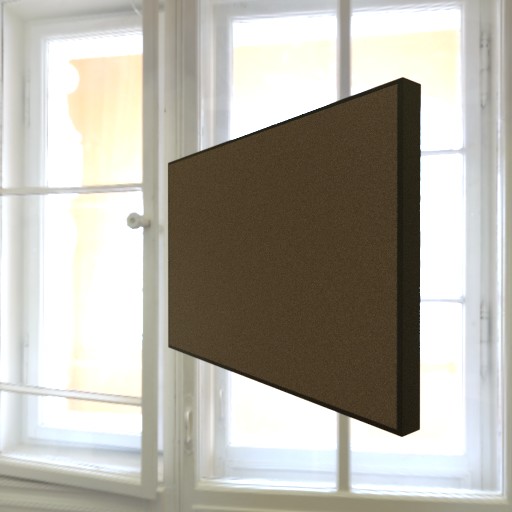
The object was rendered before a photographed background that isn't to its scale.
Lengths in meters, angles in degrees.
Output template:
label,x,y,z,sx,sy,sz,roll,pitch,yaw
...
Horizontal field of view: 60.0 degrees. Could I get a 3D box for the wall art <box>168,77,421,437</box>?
label,x,y,z,sx,sy,sz,roll,pitch,yaw
wall art,0.000,0.000,1.178,0.058,0.640,0.939,0,1,-37
